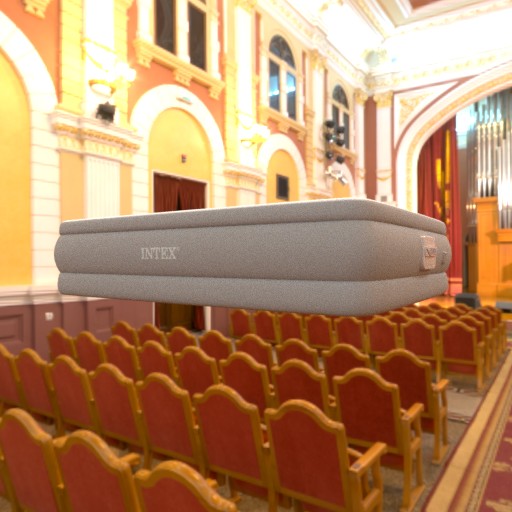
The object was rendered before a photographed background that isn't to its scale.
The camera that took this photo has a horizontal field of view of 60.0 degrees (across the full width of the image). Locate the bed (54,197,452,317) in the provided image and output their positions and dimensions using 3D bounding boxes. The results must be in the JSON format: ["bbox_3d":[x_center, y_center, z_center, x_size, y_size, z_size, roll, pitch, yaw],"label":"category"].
[{"bbox_3d":[0.000,0.000,2.678,2.036,0.460,1.520,0,0,34],"label":"bed"}]
